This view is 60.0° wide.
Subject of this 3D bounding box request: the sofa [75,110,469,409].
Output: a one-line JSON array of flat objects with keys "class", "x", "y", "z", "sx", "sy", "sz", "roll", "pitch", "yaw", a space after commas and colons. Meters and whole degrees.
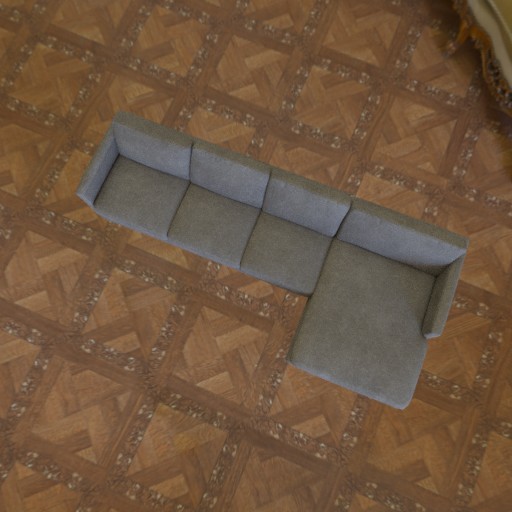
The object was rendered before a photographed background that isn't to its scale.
[{"class": "sofa", "x": 0.000, "y": 0.000, "z": 4.112, "sx": 3.471, "sy": 0.950, "sz": 1.604, "roll": 21, "pitch": 77, "yaw": 5}]
